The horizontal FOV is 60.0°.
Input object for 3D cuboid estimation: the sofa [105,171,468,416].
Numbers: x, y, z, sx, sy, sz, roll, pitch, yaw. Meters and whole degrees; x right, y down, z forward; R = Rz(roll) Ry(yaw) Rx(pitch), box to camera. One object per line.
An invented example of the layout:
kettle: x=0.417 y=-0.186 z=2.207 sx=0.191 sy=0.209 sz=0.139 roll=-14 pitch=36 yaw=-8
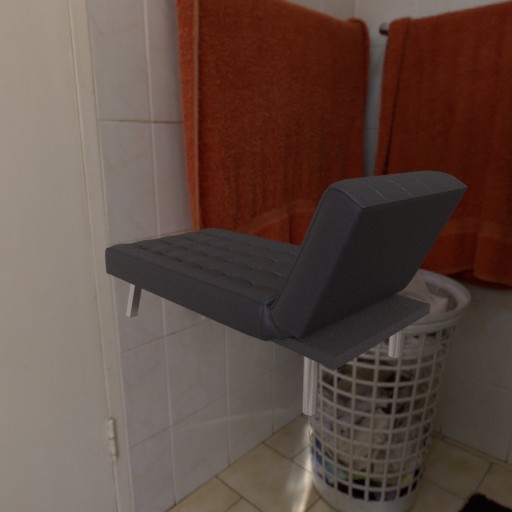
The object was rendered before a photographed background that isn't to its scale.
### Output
sofa: x=0.000 y=0.000 z=2.063 sx=0.760 sy=0.820 sz=1.560 roll=-14 pitch=20 yaw=-43
